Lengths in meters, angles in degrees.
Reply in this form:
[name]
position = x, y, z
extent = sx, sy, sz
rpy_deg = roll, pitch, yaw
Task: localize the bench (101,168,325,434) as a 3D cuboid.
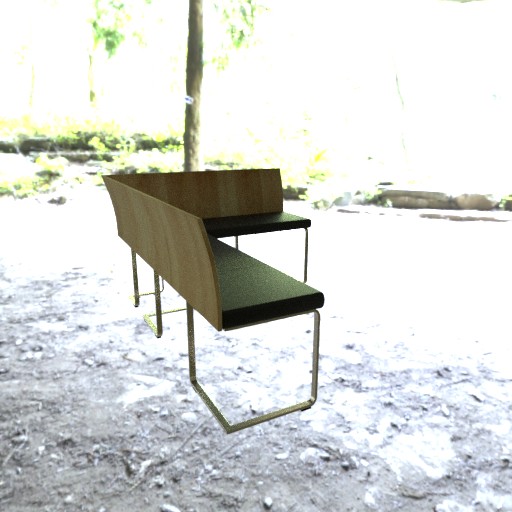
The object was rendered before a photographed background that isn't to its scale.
[bench]
position = 0.000, 0.000, 2.823
extent = 1.495, 0.930, 1.945
rpy_deg = -8, 17, -27
